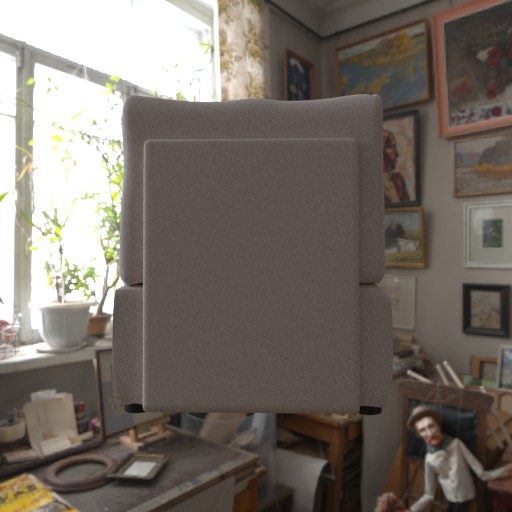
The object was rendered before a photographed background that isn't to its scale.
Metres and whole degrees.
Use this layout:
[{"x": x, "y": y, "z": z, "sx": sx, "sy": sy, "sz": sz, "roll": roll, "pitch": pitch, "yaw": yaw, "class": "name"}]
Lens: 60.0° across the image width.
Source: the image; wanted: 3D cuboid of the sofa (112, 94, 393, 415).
[{"x": 0.000, "y": 0.000, "z": 1.579, "sx": 0.700, "sy": 0.820, "sz": 1.000, "roll": 0, "pitch": -1, "yaw": 1, "class": "sofa"}]
